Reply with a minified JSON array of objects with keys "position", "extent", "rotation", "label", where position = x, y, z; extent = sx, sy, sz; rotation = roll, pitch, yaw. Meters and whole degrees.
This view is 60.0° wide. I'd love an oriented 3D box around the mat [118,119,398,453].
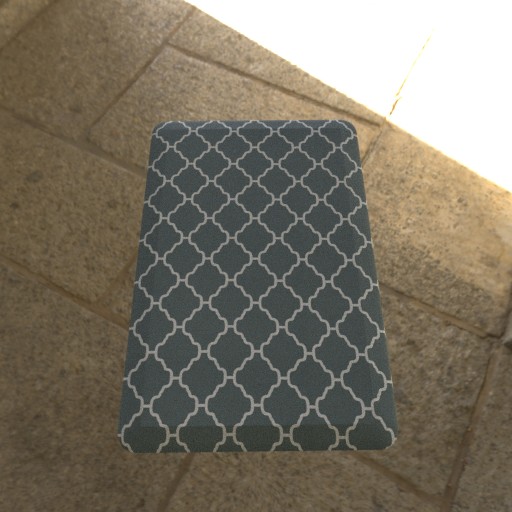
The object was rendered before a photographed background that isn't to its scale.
[{"position":[0.000,0.000,0.944],"extent":[0.508,0.021,0.762],"rotation":[-1,64,0],"label":"mat"}]
